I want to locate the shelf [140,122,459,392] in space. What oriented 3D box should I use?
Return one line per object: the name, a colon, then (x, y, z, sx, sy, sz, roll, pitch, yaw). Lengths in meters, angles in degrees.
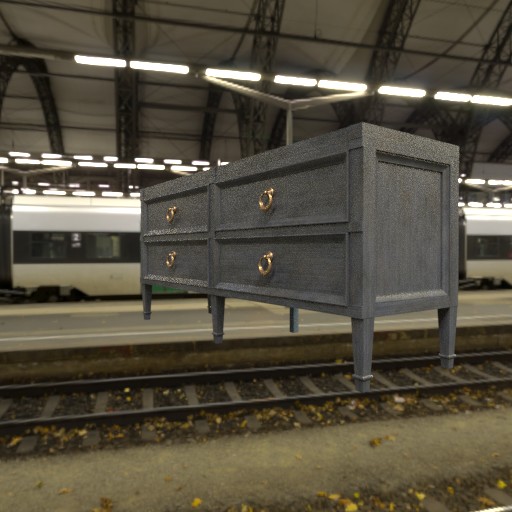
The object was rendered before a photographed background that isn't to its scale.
shelf: (0.000, 0.000, 1.930, 0.479, 0.719, 1.575, -1, 1, -36)
